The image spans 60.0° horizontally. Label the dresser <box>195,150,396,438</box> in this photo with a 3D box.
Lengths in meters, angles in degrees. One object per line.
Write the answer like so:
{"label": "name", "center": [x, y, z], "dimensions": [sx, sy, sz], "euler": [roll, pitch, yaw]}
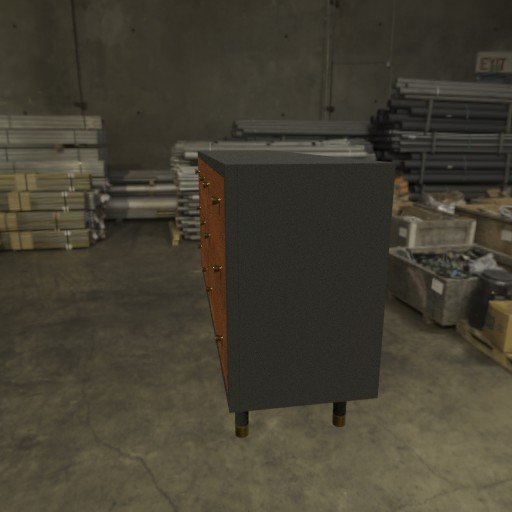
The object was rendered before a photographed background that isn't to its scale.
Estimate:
{"label": "dresser", "center": [0.000, 0.000, 1.951], "dimensions": [0.463, 0.872, 1.558], "euler": [-2, 15, -9]}
